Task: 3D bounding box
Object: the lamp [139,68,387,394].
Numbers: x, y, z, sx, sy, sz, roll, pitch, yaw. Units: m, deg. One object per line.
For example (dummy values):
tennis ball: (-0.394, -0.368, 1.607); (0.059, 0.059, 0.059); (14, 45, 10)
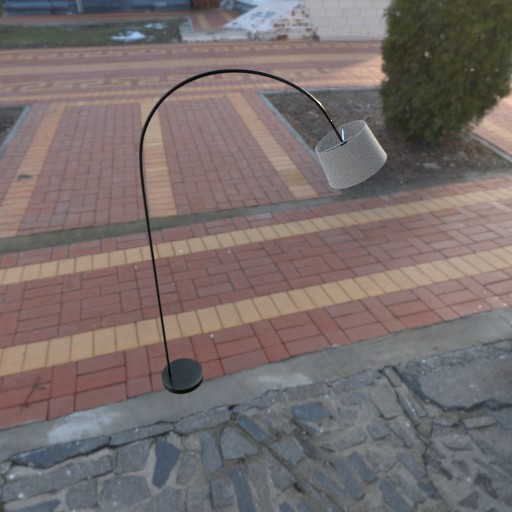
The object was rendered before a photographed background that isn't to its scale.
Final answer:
lamp: (0.000, 0.000, 2.665); (1.363, 2.104, 0.331); (0, 33, -1)
